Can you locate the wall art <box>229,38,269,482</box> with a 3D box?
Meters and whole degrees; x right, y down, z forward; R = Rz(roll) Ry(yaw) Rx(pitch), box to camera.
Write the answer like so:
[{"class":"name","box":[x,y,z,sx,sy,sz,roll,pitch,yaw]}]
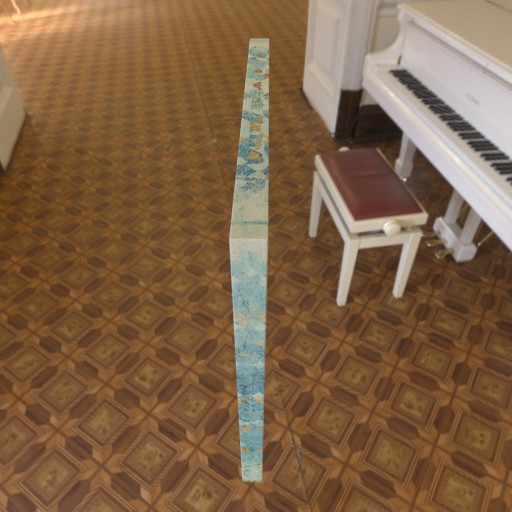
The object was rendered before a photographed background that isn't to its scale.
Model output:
[{"class":"wall art","box":[0.000,0.000,0.860,0.040,0.609,0.609,1,43,1]}]
